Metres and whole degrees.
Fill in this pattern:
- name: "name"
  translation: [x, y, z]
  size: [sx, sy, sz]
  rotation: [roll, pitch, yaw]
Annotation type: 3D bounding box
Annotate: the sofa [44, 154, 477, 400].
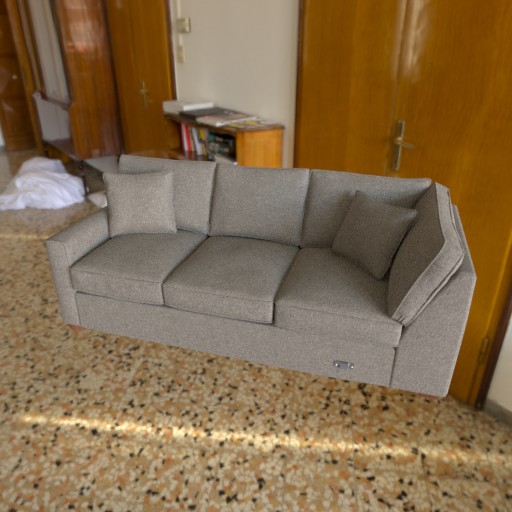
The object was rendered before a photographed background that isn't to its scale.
- name: "sofa"
  translation: [0.000, 0.000, 2.753]
  size: [2.317, 0.962, 1.061]
  rotation: [8, 27, 15]
